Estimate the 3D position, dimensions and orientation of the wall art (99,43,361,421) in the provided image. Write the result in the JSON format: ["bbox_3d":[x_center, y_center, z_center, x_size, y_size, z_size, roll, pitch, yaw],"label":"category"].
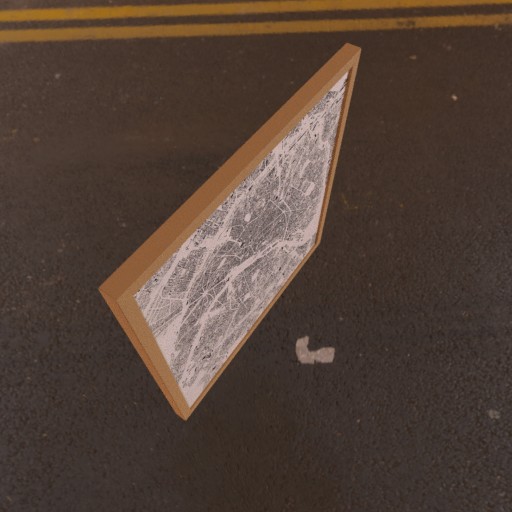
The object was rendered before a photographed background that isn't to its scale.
[{"bbox_3d":[0.000,0.000,1.136,0.037,0.761,0.761,30,62,18],"label":"wall art"}]
